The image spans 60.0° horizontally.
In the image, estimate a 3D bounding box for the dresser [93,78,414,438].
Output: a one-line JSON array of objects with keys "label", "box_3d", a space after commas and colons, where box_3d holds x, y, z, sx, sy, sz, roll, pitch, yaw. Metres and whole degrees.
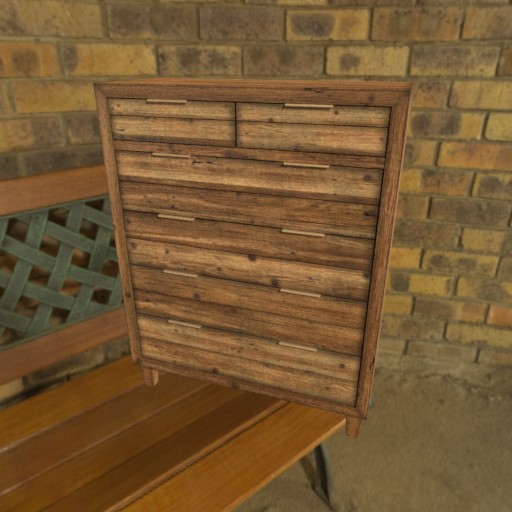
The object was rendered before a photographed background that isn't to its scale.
[{"label": "dresser", "box_3d": [0.000, 0.000, 1.862, 1.067, 1.359, 0.438, 8, 25, 17]}]
